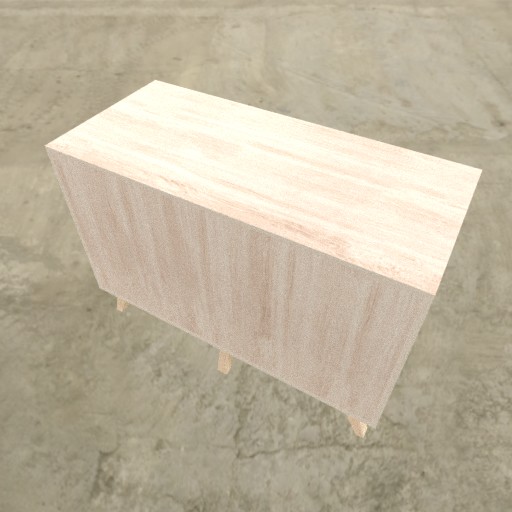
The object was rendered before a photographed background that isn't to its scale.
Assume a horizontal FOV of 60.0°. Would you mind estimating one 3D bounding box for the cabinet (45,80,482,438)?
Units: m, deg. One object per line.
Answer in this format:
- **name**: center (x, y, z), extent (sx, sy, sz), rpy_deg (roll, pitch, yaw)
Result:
- **cabinet**: center (0.000, 0.000, 1.506), extent (1.110, 0.780, 0.500), rpy_deg (22, 50, 20)
